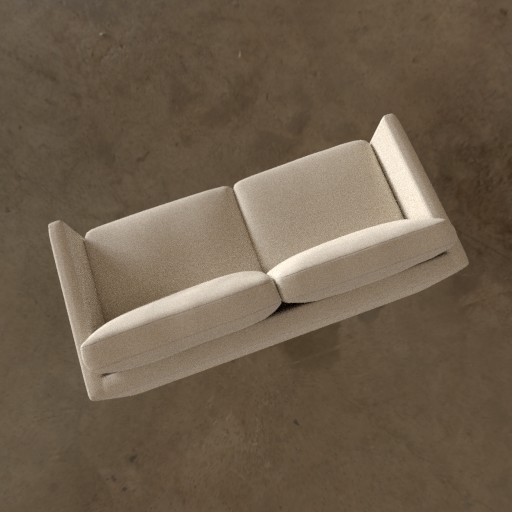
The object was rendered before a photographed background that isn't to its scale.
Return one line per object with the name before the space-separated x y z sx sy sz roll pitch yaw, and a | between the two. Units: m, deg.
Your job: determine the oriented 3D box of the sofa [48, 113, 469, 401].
sofa | 0.000 0.000 2.493 1.981 0.889 0.965 -19 76 -5
